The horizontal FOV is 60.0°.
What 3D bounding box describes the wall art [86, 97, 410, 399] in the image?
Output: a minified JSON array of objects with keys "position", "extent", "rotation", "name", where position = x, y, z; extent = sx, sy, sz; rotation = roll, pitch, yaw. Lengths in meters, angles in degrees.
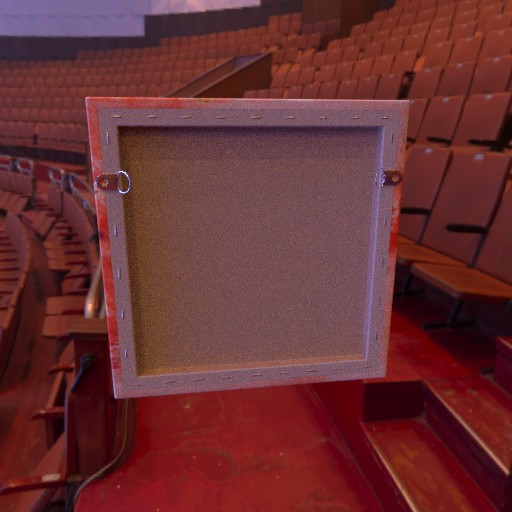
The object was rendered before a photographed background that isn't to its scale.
[{"position":[0.000,0.000,1.114],"extent":[0.747,0.746,0.064],"rotation":[-2,16,-8],"name":"wall art"}]
